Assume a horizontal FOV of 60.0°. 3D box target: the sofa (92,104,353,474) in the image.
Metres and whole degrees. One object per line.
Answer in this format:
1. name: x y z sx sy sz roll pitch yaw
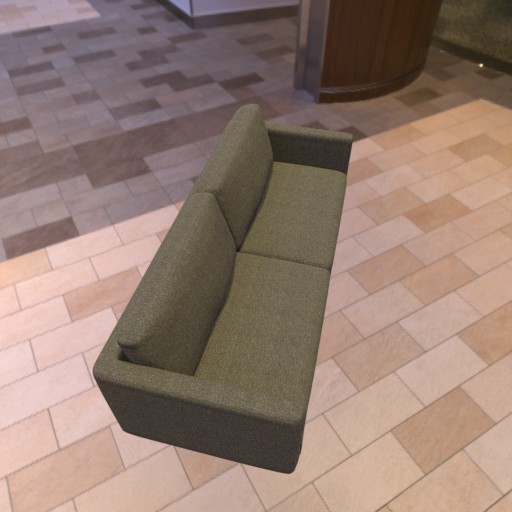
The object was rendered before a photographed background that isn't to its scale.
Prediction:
1. sofa: 0.000 0.000 2.733 0.948 0.965 2.208 10 47 9
